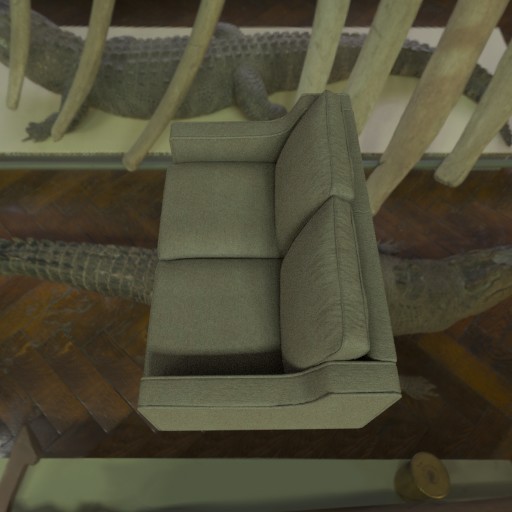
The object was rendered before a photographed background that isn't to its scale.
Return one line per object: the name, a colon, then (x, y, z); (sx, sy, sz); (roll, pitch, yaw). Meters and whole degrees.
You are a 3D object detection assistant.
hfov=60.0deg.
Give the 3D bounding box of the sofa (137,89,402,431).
sofa: (0.000, 0.000, 2.161); (0.985, 0.981, 1.503); (-1, 60, 0)
